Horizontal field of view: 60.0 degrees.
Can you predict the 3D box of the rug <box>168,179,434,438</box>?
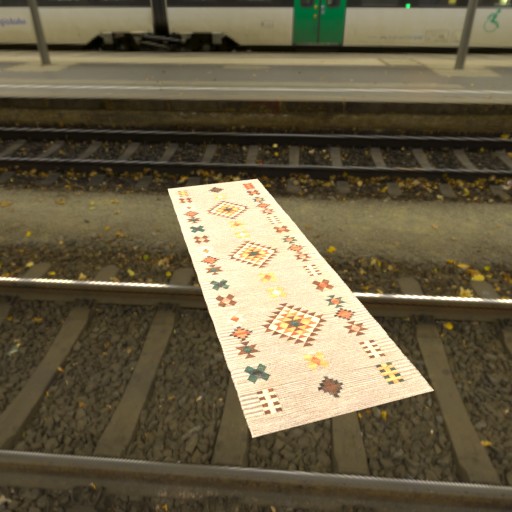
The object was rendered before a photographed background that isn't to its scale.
[{"bbox_3d":[0.000,0.000,2.689,0.766,0.008,2.432,-9,32,-14],"label":"rug"}]
